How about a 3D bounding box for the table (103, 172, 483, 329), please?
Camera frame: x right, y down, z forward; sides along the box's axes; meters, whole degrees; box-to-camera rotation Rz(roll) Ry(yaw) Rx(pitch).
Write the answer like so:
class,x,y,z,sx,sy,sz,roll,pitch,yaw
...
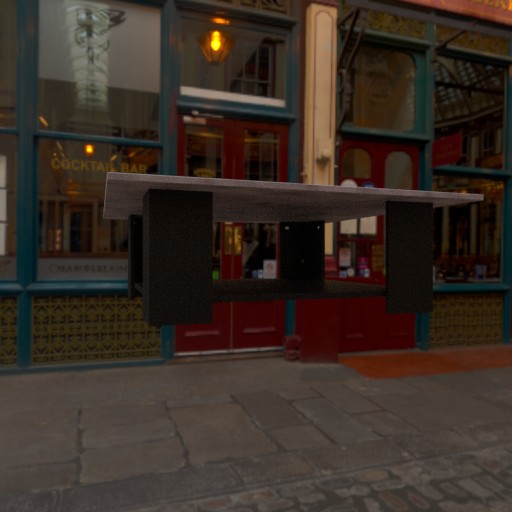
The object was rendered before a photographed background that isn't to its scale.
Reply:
class,x,y,z,sx,sy,sz,roll,pitch,yaw
table,0.000,0.000,1.377,0.890,0.305,0.890,0,0,-19
